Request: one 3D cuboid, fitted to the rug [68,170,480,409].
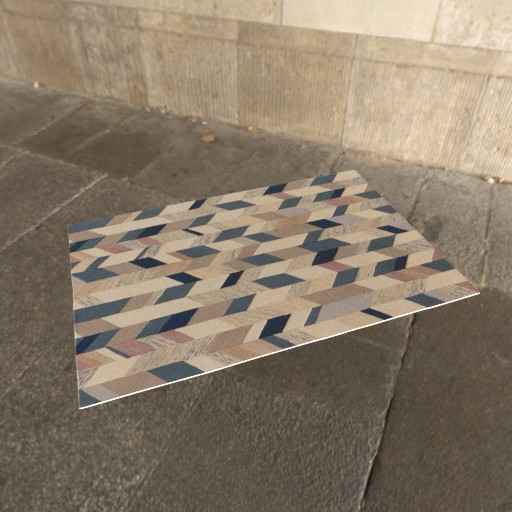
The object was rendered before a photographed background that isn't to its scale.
[{"bbox_3d":[0.000,0.000,2.281,1.813,0.006,1.202,-13,43,-15],"label":"rug"}]
